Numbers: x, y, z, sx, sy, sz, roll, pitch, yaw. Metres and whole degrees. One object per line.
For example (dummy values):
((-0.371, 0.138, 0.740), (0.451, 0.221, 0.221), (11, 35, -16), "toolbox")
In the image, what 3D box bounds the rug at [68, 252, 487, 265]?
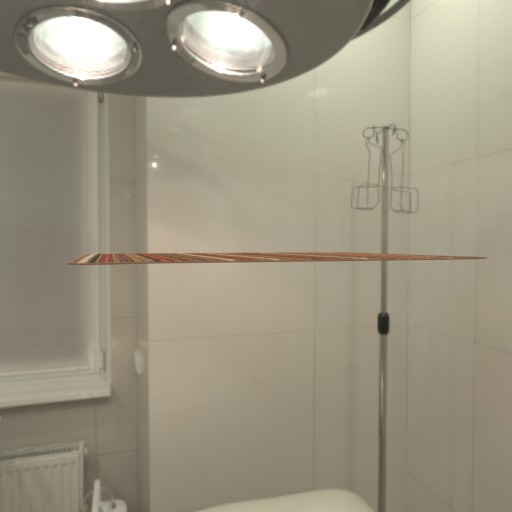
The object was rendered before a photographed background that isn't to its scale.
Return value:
((0.000, 0.000, 4.210), (3.092, 0.023, 2.479), (0, 2, -18), "rug")
